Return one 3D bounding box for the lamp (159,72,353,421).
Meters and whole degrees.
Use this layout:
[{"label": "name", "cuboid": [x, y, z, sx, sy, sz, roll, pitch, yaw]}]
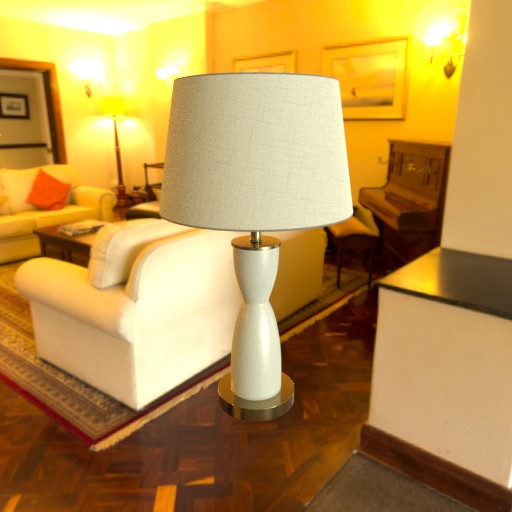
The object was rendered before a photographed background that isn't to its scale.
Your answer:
[{"label": "lamp", "cuboid": [0.000, 0.000, 0.742, 0.309, 0.545, 0.309, 0, 16, 0]}]
